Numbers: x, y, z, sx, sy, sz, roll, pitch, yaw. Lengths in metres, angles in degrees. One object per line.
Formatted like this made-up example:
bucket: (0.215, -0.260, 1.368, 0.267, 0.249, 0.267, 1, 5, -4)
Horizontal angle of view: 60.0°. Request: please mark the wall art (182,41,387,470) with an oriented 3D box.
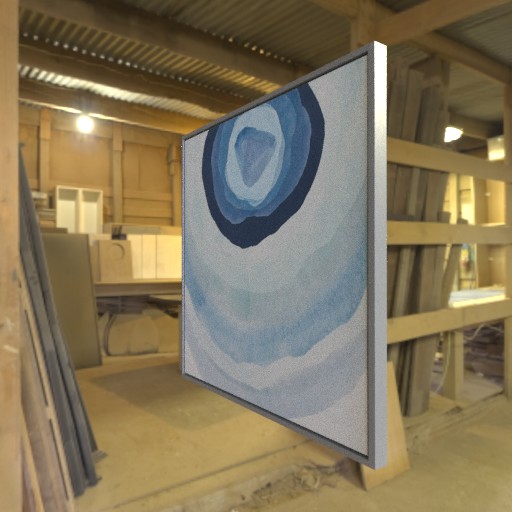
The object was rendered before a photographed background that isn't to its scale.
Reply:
wall art: (0.000, 0.000, 1.170, 0.038, 0.807, 0.809, 0, 0, -36)
